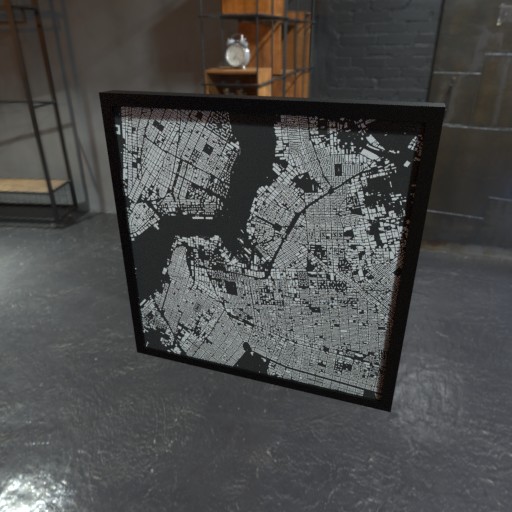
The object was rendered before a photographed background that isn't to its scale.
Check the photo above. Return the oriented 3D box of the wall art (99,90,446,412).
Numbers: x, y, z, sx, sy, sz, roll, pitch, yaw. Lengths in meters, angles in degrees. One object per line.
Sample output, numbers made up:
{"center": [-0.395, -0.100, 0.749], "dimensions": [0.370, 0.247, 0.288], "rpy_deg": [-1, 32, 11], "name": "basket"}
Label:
{"center": [0.000, 0.000, 0.746], "dimensions": [0.506, 0.506, 0.038], "rpy_deg": [9, 27, 17], "name": "wall art"}
